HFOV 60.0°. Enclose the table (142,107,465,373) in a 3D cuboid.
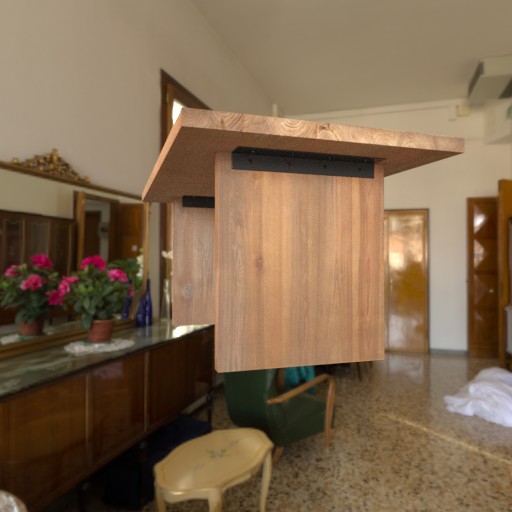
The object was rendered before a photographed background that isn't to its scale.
[{"bbox_3d":[0.000,0.000,2.097,0.946,0.780,1.609,0,-1,-18],"label":"table"}]
